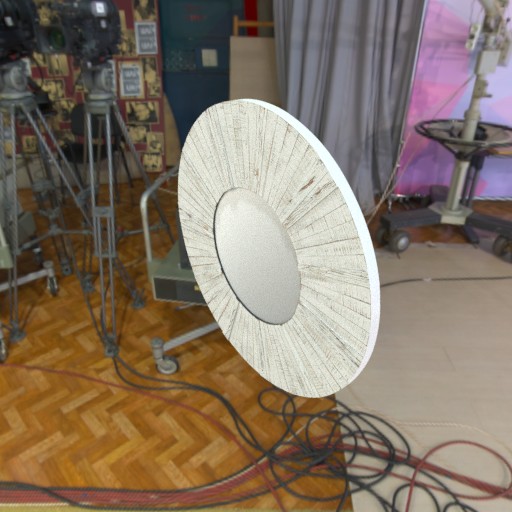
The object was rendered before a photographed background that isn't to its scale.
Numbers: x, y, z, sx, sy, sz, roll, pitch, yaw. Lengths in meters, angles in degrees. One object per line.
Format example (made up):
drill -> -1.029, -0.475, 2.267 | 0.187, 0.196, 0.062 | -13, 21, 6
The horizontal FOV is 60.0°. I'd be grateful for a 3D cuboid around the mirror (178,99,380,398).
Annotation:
mirror -> 0.000, 0.000, 1.363 | 0.038, 0.914, 0.914 | -21, 37, -32
